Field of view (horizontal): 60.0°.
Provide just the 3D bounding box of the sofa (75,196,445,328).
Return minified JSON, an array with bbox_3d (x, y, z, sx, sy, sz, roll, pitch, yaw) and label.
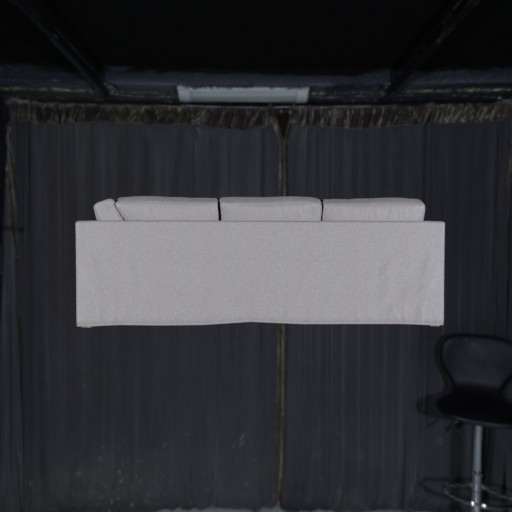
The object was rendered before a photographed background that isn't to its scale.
[{"bbox_3d":[0.000,0.000,4.605,2.427,0.882,3.460,0,1,-1],"label":"sofa"}]
